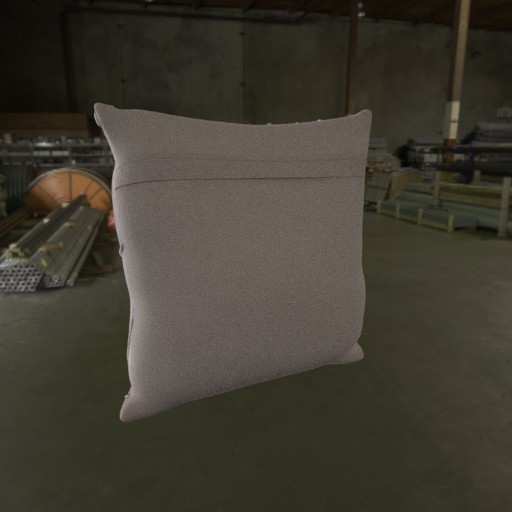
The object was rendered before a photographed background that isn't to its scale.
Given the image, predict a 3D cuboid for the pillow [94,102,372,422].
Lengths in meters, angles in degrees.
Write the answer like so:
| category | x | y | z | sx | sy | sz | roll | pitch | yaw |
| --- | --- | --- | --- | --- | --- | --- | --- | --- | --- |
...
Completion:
| category | x | y | z | sx | sy | sz | roll | pitch | yaw |
| --- | --- | --- | --- | --- | --- | --- | --- | --- | --- |
| pillow | 0.000 | 0.000 | 0.677 | 0.439 | 0.440 | 0.185 | -7 | 16 | -27 |
